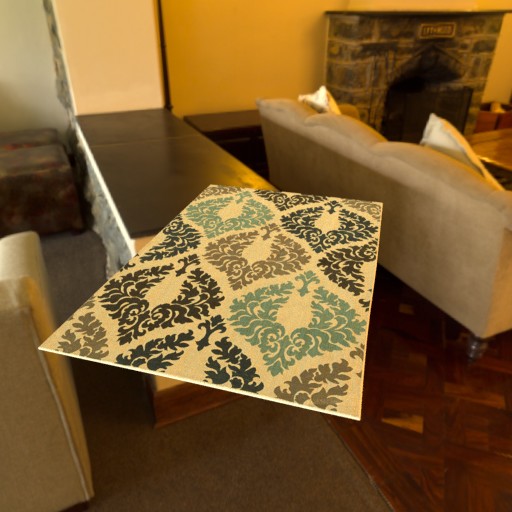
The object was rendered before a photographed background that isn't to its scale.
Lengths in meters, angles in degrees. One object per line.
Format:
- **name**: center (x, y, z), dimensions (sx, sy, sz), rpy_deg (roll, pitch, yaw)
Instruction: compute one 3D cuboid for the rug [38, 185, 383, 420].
- **rug**: center (0.000, 0.000, 2.875), dimensions (1.514, 0.014, 2.275), rpy_deg (8, 31, 14)
